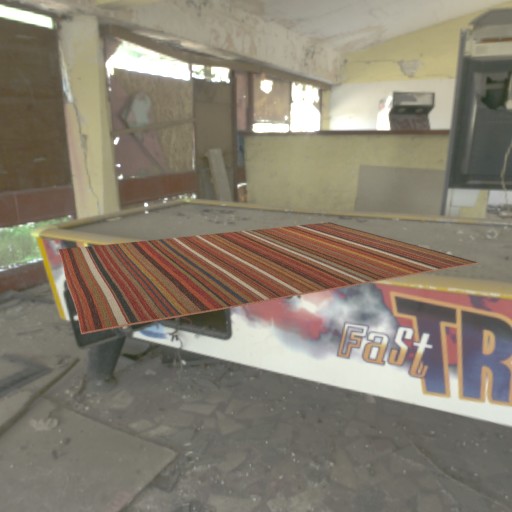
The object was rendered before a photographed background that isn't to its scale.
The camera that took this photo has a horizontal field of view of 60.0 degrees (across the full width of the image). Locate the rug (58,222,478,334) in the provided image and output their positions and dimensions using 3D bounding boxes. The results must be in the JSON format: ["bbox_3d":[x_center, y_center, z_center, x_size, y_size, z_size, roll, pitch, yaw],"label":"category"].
[{"bbox_3d":[0.000,0.000,2.304,1.828,0.007,1.217,-7,16,-26],"label":"rug"}]
